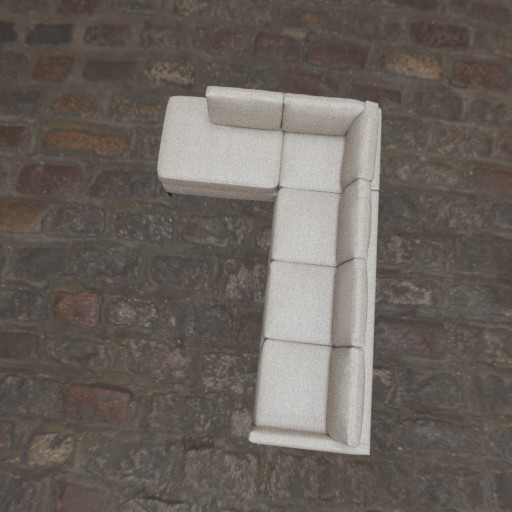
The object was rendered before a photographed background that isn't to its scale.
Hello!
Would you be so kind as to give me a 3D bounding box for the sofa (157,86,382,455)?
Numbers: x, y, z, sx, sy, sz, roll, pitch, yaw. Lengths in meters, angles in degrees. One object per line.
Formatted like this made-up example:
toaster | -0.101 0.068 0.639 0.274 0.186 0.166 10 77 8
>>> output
sofa | 0.000 0.000 3.126 1.617 0.703 2.423 6 75 2
